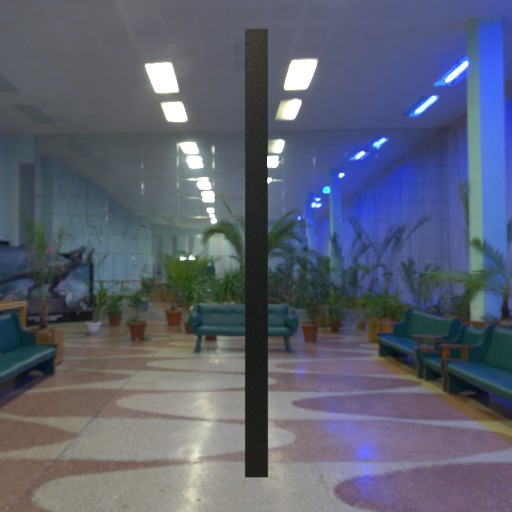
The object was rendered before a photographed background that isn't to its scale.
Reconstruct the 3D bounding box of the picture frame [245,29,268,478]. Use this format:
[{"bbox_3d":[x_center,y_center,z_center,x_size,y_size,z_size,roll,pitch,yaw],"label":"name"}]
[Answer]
[{"bbox_3d":[0.000,0.000,0.829,0.029,0.557,0.559,0,-1,0],"label":"picture frame"}]
